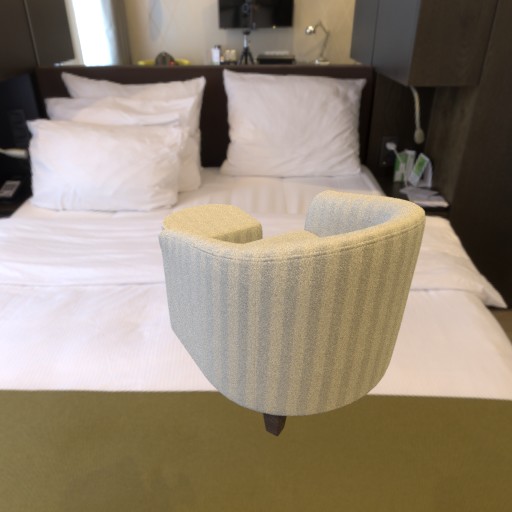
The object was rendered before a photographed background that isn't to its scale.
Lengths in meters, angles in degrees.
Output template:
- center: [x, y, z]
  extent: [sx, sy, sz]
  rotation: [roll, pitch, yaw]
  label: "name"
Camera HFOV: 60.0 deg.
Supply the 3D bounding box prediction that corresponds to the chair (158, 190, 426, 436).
- center: [0.000, 0.000, 1.765]
  extent: [0.756, 0.757, 1.288]
  rotation: [-16, 33, -27]
  label: "chair"
